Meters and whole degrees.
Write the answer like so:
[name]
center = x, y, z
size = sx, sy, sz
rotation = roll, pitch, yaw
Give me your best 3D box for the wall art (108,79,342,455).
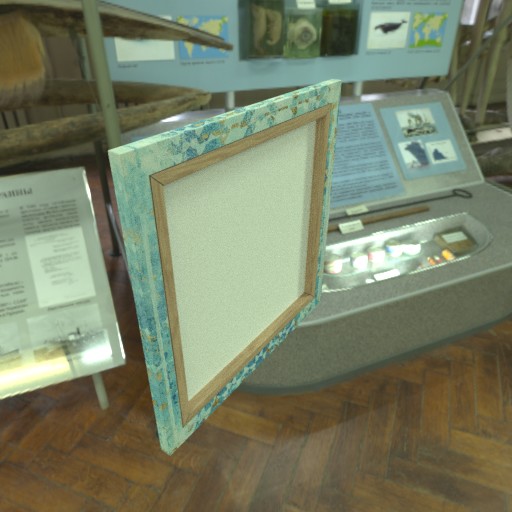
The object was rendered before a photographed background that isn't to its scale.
[wall art]
center = 0.000, 0.000, 1.391
size = 0.040, 0.916, 0.916
rotation = 21, 37, 30
